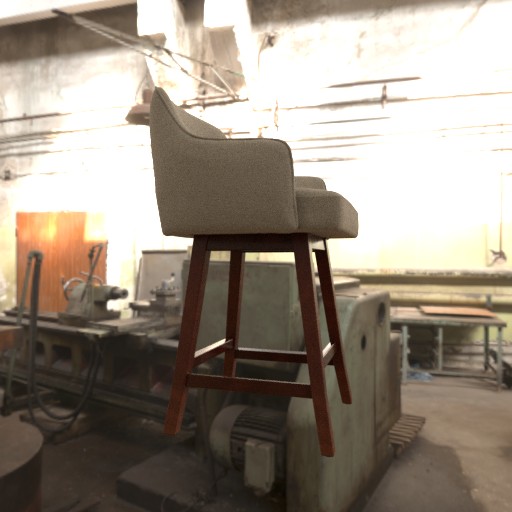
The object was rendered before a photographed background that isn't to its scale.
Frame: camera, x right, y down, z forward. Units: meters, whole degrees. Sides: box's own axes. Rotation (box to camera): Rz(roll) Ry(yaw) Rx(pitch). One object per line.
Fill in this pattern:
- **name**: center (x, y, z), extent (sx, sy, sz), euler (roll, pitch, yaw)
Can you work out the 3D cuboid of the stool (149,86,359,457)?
- **stool**: center (0.000, 0.000, 1.302), extent (0.560, 0.936, 0.550), euler (0, -1, 18)
